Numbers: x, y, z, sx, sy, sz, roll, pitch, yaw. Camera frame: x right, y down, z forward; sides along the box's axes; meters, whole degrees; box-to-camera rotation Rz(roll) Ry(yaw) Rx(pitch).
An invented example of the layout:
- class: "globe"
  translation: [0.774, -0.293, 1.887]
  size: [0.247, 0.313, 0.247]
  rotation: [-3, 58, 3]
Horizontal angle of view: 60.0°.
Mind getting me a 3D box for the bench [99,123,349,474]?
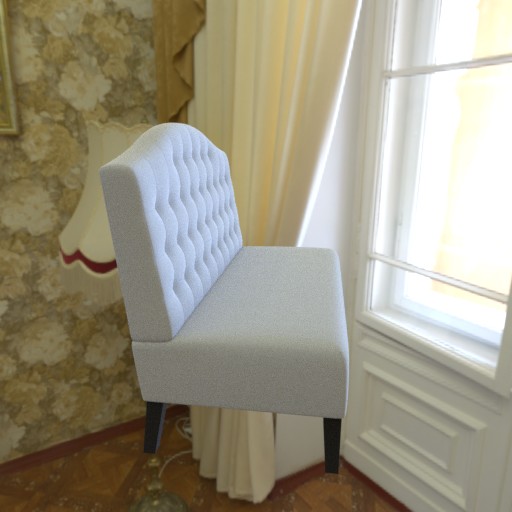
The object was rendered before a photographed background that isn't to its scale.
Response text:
- class: "bench"
  translation: [0.000, 0.000, 2.047]
  size: [0.815, 1.180, 1.335]
  rotation: [2, 15, 8]
